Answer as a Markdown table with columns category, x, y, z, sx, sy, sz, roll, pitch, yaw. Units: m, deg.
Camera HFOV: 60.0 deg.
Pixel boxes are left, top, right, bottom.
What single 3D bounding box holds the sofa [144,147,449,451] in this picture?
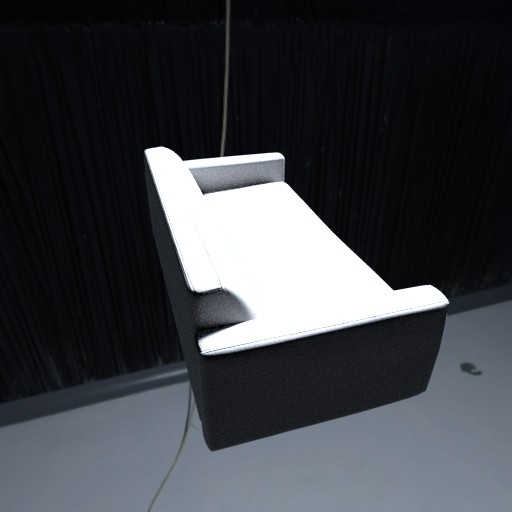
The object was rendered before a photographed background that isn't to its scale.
| category | x | y | z | sx | sy | sz | roll | pitch | yaw |
| --- | --- | --- | --- | --- | --- | --- | --- | --- | --- |
| sofa | 0.000 | 0.000 | 2.399 | 0.969 | 0.814 | 1.895 | -9 | 32 | -15 |
